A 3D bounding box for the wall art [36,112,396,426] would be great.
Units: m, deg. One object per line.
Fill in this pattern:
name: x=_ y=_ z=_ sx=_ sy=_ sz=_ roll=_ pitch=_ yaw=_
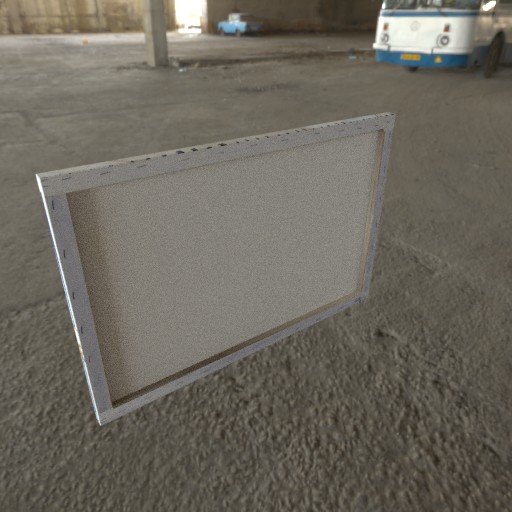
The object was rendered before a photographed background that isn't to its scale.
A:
wall art: x=0.000 y=0.000 z=1.418 sx=1.143 sy=0.757 sz=0.038 roll=-19 pitch=34 yaw=-30
